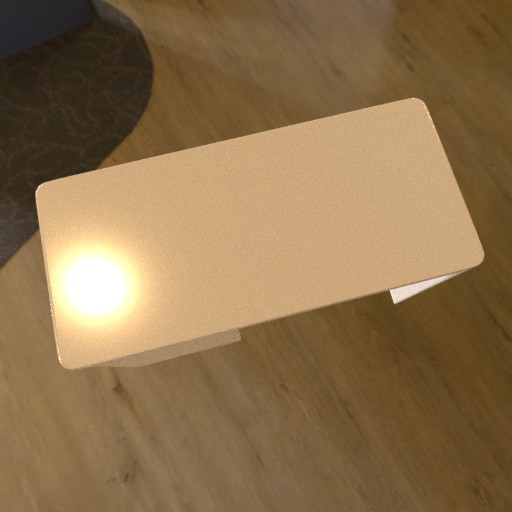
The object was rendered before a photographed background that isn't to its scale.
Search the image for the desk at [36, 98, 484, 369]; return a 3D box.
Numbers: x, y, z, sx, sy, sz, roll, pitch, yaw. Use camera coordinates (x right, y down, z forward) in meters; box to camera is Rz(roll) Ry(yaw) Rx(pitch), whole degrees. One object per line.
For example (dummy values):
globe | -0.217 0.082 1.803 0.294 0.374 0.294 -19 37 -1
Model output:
desk | 0.000 0.000 1.632 1.200 0.760 0.550 -14 76 -4
